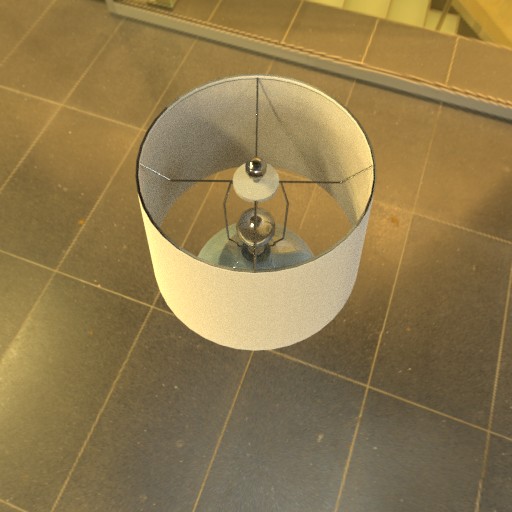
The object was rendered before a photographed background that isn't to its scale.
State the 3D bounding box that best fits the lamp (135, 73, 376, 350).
[{"bbox_3d":[0.000,0.000,0.554,0.247,0.387,0.247,0,65,0],"label":"lamp"}]
